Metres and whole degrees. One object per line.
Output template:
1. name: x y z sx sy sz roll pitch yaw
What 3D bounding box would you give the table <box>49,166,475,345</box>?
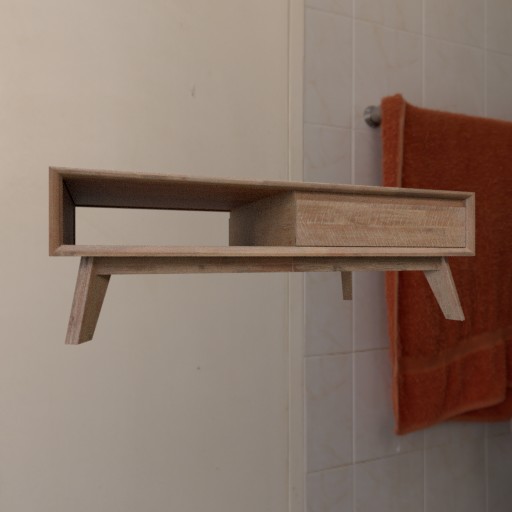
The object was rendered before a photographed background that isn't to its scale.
1. table: 0.000 0.000 2.004 1.619 0.531 0.918 0 0 -20
